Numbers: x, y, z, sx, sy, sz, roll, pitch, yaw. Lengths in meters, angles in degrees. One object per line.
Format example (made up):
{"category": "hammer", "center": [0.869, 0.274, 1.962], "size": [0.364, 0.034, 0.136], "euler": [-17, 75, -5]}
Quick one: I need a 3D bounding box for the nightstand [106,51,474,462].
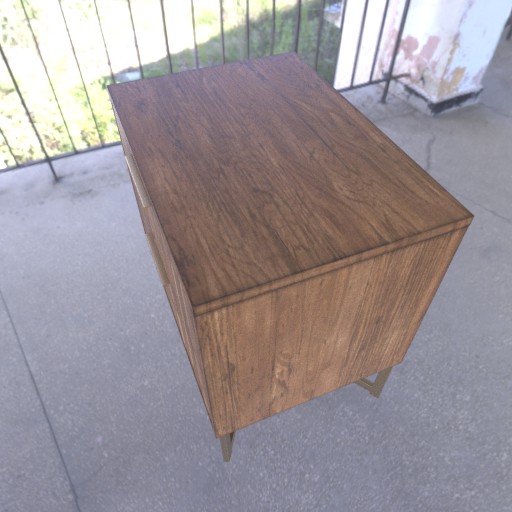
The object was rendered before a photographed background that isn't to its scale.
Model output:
{"category": "nightstand", "center": [0.000, 0.000, 1.009], "size": [0.446, 0.610, 0.610], "euler": [-17, 50, -15]}
